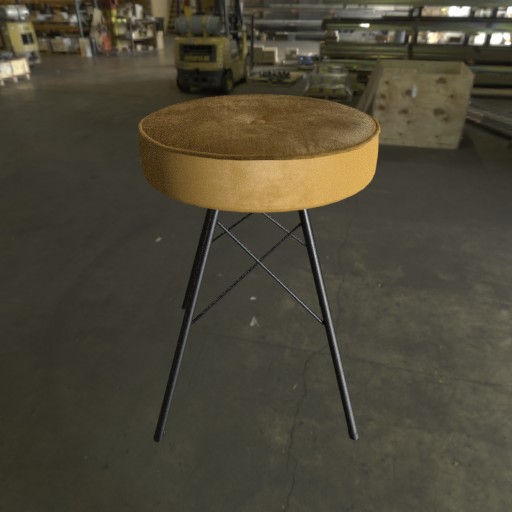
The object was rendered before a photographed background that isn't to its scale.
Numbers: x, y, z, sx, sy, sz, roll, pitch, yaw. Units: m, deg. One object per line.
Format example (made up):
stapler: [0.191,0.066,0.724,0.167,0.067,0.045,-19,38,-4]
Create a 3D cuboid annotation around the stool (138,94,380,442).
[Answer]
stool: [0.000,0.000,0.937,0.438,0.595,0.472,1,30,1]
